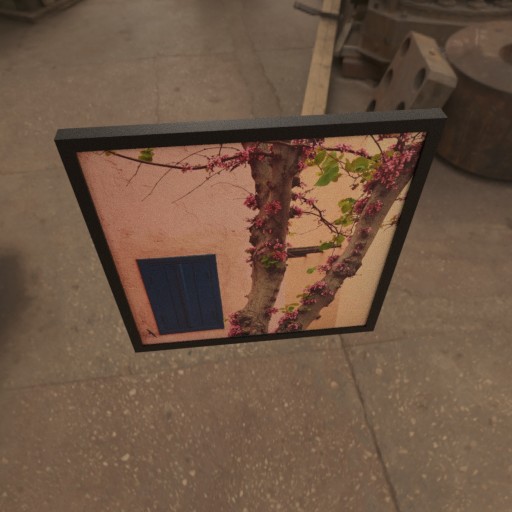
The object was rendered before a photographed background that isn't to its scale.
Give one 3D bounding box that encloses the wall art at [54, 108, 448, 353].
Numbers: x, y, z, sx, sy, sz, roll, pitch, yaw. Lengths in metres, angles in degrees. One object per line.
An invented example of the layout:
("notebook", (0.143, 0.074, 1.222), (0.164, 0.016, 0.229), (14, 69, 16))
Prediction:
("wall art", (0.000, 0.000, 1.145), (0.762, 0.762, 0.038), (-4, 47, -4))
